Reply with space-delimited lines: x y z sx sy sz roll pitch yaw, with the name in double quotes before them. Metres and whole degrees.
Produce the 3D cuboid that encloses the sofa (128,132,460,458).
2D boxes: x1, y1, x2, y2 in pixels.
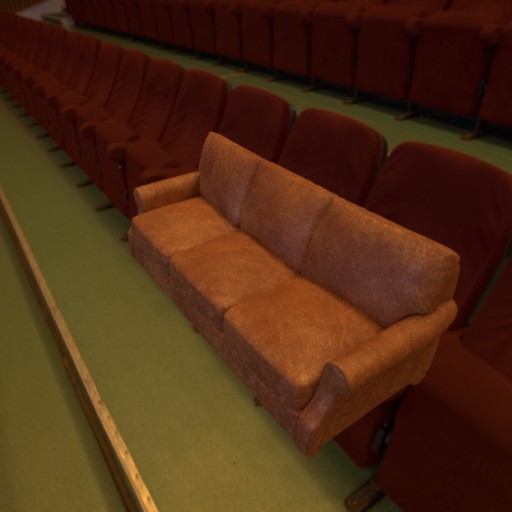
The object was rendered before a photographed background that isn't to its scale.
"sofa" 0.000 0.000 2.850 0.973 0.977 2.351 -21 38 -29
